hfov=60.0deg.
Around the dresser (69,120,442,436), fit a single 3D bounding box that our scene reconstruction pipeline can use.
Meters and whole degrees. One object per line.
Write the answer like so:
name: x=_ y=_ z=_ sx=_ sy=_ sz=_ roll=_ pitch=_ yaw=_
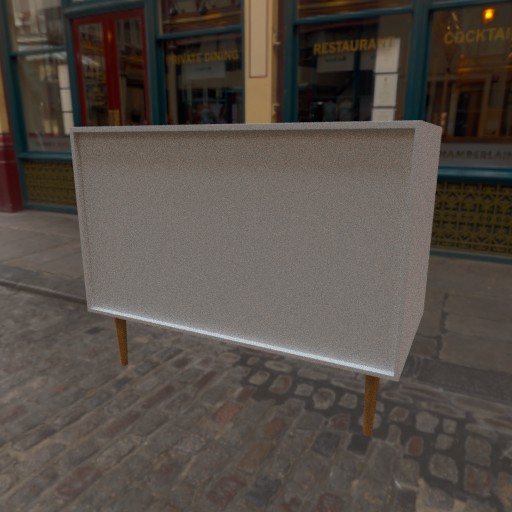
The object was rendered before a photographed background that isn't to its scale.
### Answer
dresser: x=0.000 y=0.000 z=1.294 sx=0.905 sy=0.721 sz=0.457 roll=7 pitch=16 yaw=26
